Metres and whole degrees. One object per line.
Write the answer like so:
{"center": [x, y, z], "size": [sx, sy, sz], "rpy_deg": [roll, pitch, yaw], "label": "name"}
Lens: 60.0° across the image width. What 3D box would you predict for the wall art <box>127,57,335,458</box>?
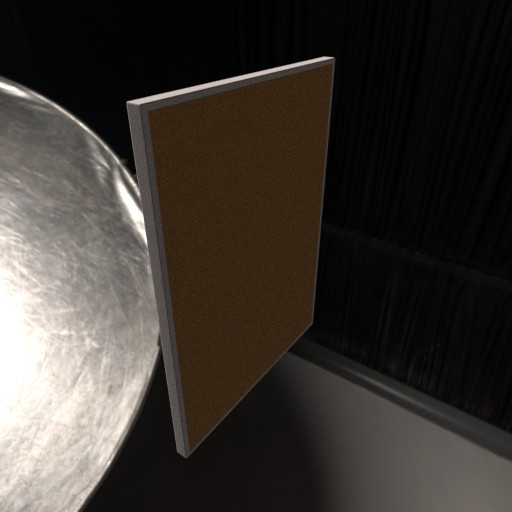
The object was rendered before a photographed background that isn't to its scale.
{"center": [0.000, 0.000, 1.590], "size": [0.046, 1.221, 0.914], "rpy_deg": [20, 37, 30], "label": "wall art"}
